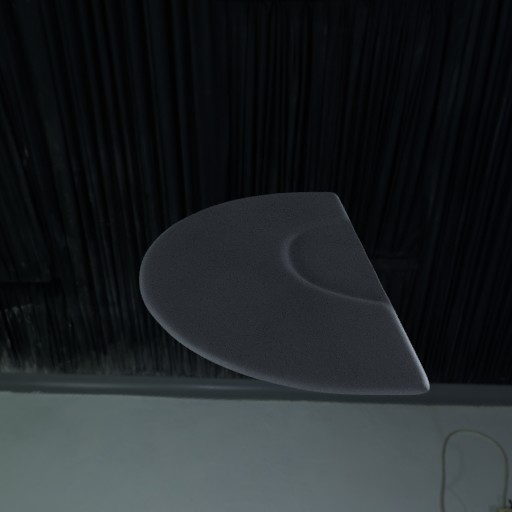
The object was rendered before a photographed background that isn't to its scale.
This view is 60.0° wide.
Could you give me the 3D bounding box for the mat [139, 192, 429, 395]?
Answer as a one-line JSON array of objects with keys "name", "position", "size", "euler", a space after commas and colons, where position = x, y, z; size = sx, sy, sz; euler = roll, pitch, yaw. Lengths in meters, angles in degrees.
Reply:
[{"name": "mat", "position": [0.000, 0.000, 1.815], "size": [0.917, 0.016, 1.525], "euler": [0, 28, 0]}]
